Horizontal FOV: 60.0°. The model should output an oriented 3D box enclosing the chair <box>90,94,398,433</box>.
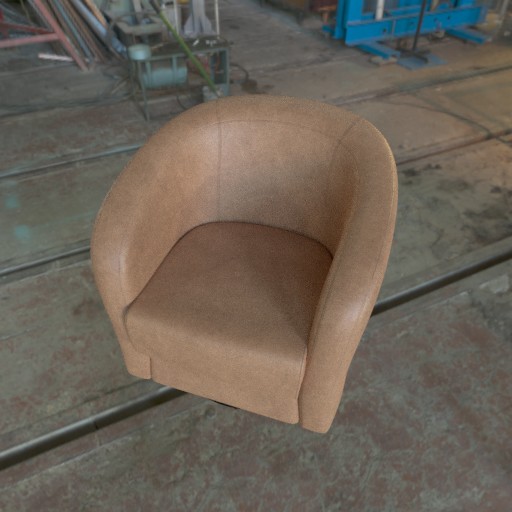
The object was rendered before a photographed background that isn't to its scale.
[{"bbox_3d":[0.000,0.000,1.446,0.791,0.771,0.815,12,43,14],"label":"chair"}]
